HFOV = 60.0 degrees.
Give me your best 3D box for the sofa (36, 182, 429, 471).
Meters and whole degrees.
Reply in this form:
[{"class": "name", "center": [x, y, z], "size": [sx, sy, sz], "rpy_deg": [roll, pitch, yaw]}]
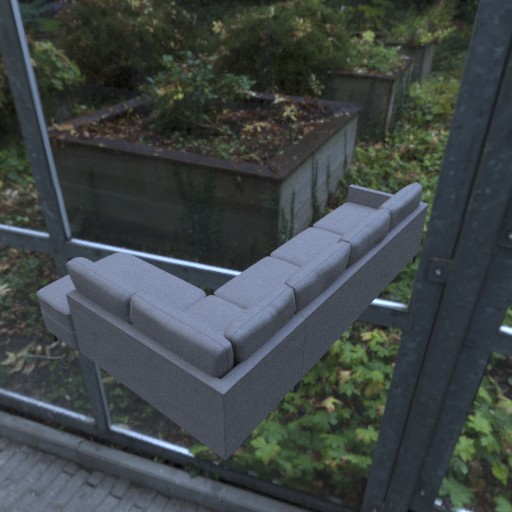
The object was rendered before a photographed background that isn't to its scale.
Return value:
[{"class": "sofa", "center": [0.000, 0.000, 4.261], "size": [2.077, 0.964, 3.331], "rpy_deg": [22, 37, 32]}]
